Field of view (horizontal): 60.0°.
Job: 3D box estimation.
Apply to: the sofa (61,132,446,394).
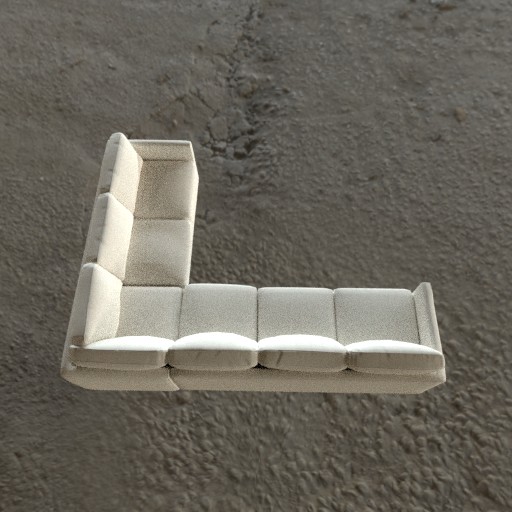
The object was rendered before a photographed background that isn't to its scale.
[{"bbox_3d":[0.000,0.000,4.488,3.302,0.947,2.593,1,64,0],"label":"sofa"}]
